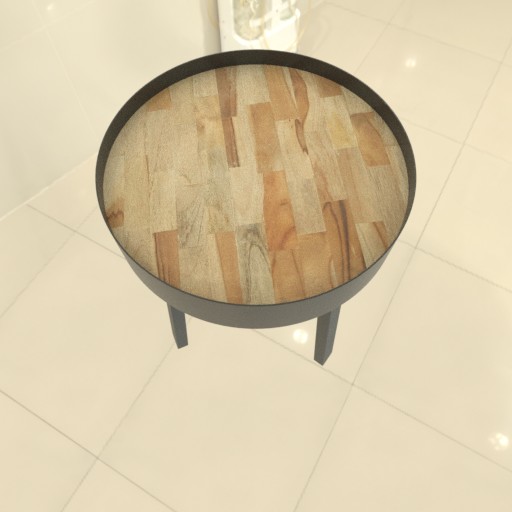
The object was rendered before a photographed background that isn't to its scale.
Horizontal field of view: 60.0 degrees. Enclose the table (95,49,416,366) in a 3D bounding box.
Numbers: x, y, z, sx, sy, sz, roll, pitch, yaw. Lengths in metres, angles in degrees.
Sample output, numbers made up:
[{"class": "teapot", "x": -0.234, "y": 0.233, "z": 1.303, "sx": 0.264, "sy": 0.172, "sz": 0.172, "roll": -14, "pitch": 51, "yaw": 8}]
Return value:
[{"class": "table", "x": 0.000, "y": 0.000, "z": 0.817, "sx": 0.406, "sy": 0.559, "sz": 0.406, "roll": 0, "pitch": 63, "yaw": 0}]
